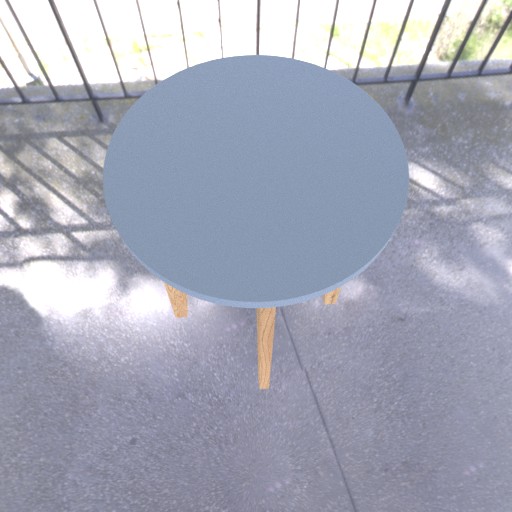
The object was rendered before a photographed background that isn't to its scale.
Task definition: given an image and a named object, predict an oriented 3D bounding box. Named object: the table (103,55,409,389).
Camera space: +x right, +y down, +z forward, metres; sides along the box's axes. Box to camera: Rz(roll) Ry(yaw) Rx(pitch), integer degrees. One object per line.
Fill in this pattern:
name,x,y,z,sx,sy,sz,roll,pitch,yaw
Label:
table,0.000,0.000,0.736,0.350,0.500,0.350,0,64,0
